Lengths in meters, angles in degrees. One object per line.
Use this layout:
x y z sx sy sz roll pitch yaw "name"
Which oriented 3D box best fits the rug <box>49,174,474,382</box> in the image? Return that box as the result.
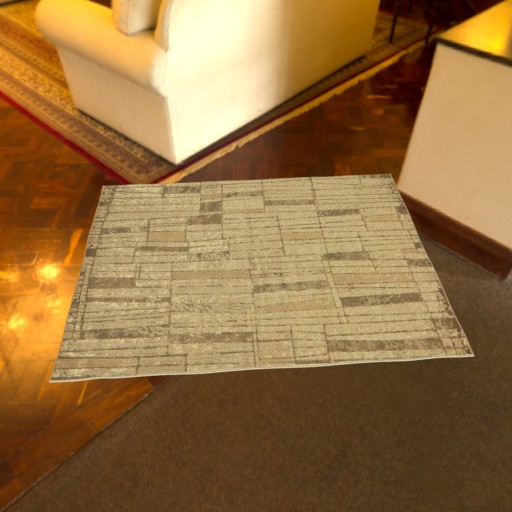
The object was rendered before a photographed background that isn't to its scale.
0.000 0.000 4.312 3.357 0.019 2.449 -3 47 -3 "rug"
